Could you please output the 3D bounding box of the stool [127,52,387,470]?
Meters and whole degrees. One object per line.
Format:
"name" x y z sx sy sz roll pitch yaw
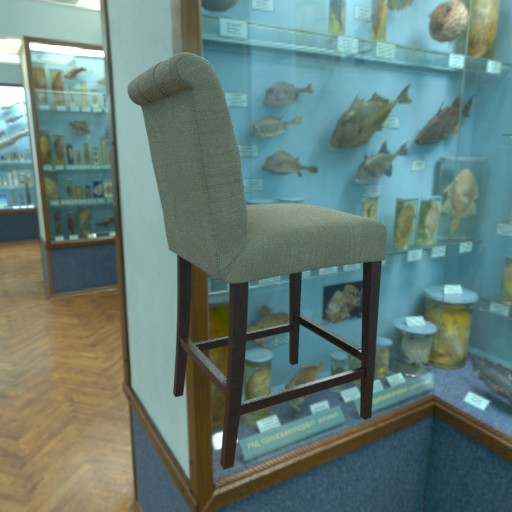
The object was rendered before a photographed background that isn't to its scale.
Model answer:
"stool" 0.000 0.000 1.413 0.660 1.084 0.486 -7 15 -27
